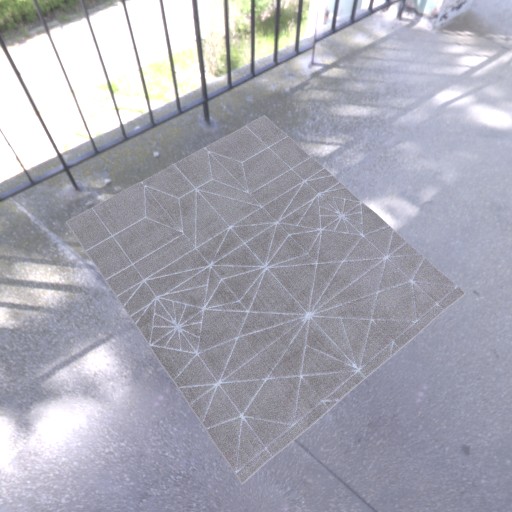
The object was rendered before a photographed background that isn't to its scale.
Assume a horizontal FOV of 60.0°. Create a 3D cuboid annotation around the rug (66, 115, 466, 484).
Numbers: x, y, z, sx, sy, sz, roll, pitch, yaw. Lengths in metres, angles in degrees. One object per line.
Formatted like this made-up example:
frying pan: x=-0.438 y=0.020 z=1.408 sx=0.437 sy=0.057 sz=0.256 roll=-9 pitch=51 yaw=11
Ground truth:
rug: x=0.000 y=0.000 z=0.912 sx=0.548 sy=0.006 sz=0.639 roll=-33 pitch=64 yaw=-18
